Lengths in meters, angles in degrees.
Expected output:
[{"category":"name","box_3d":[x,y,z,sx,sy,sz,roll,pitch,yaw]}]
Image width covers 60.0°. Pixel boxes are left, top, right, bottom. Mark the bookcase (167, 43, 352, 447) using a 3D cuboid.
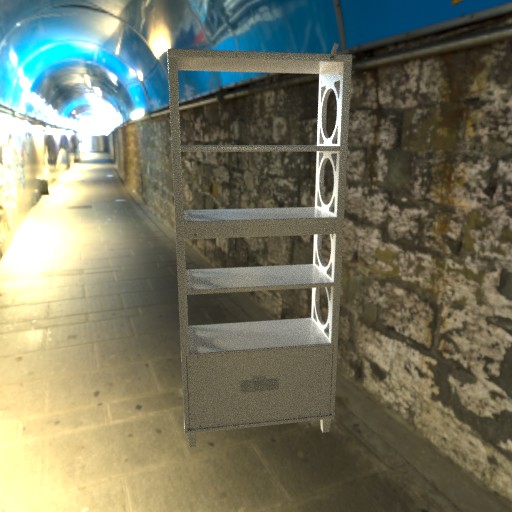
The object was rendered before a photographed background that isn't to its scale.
[{"category":"bookcase","box_3d":[0.000,0.000,2.171,0.761,1.869,0.361,-2,15,-9]}]
